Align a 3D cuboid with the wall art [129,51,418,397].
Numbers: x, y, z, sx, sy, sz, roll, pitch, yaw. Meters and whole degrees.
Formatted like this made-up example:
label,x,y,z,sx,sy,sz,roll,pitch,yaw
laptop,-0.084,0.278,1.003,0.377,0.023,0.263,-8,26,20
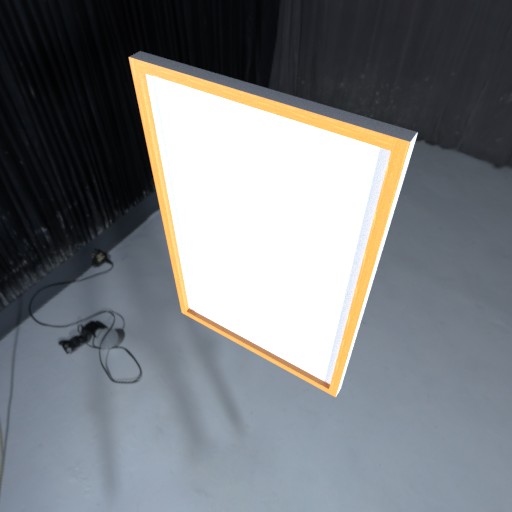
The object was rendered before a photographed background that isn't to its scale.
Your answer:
label,x,y,z,sx,sy,sz,roll,pitch,yaw
wall art,0.000,0.000,0.775,0.405,0.608,0.025,25,52,21
